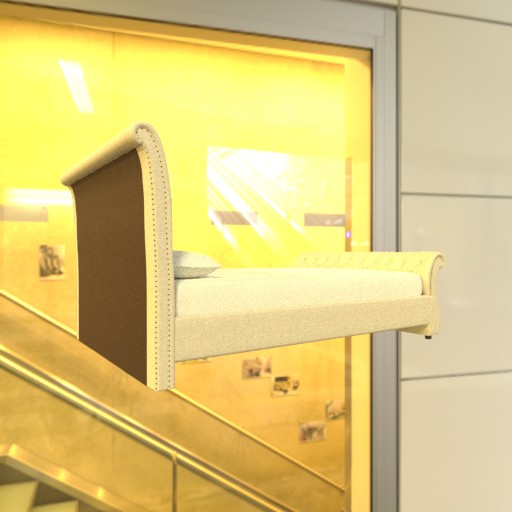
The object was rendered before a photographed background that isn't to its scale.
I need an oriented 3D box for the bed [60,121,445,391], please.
[{"bbox_3d":[0.000,0.000,3.382,2.493,1.268,1.606,0,0,-35],"label":"bed"}]
